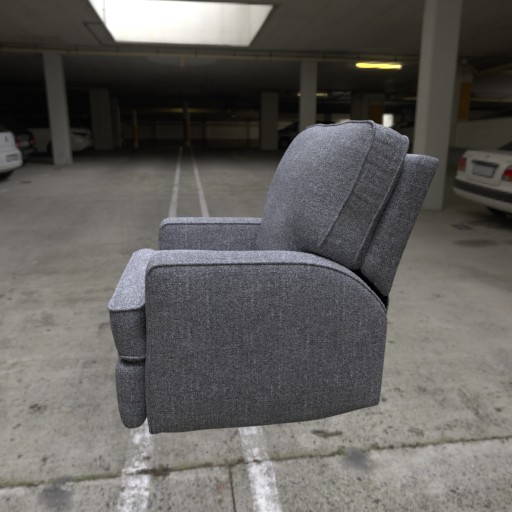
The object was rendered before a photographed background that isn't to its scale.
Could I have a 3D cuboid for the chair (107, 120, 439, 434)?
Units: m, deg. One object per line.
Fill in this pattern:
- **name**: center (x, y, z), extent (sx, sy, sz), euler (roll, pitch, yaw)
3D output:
- **chair**: center (0.000, 0.000, 1.643), extent (0.964, 0.962, 0.861), euler (-2, 14, -9)
